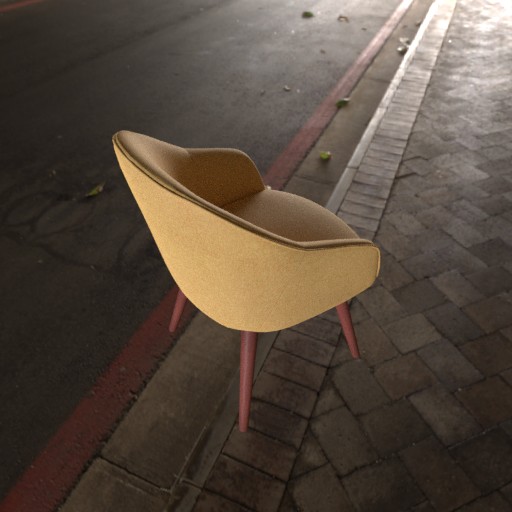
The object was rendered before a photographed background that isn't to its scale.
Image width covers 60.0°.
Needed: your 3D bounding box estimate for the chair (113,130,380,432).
[{"bbox_3d":[0.000,0.000,1.289,0.635,0.823,0.596,-24,46,-26],"label":"chair"}]
